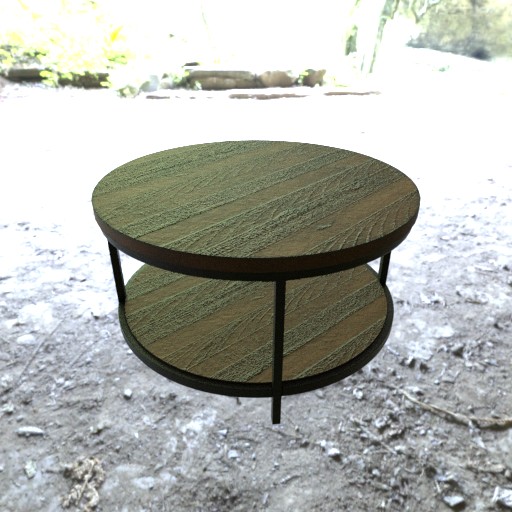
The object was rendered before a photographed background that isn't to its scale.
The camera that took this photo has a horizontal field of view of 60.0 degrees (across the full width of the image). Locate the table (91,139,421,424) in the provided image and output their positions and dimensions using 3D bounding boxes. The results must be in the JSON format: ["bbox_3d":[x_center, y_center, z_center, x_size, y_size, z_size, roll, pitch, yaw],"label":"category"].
[{"bbox_3d":[0.000,0.000,1.296,0.837,0.462,0.837,0,29,0],"label":"table"}]
